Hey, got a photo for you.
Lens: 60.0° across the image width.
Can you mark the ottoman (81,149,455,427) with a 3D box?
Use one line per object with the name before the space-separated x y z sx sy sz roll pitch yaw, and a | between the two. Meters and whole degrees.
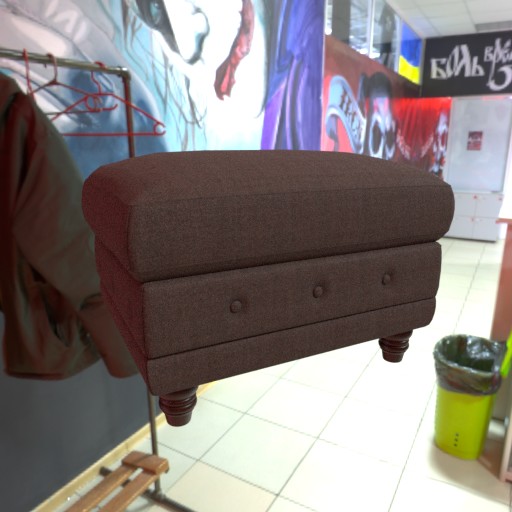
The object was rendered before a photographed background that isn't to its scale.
ottoman | 0.000 0.000 1.195 0.809 0.555 0.599 -7 16 -26
